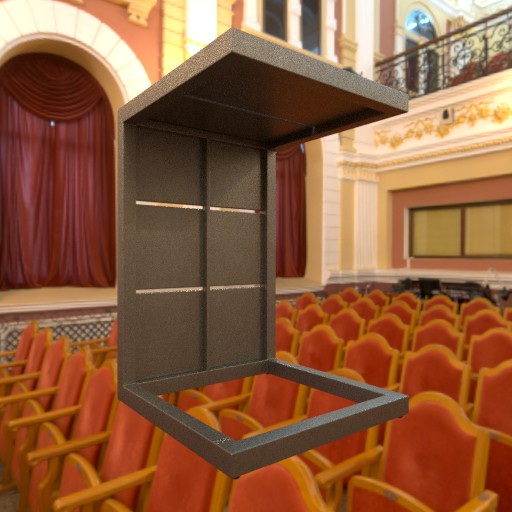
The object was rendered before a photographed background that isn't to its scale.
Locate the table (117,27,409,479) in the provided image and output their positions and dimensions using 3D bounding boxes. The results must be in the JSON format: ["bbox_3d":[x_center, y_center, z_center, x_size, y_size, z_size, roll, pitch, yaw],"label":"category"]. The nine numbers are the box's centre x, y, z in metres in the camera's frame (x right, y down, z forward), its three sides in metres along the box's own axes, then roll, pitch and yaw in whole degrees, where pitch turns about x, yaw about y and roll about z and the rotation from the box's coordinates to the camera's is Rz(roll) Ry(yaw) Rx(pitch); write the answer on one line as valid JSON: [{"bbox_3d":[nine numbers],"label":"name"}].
[{"bbox_3d":[0.000,0.000,0.878,0.405,0.609,0.420,0,0,-38],"label":"table"}]
